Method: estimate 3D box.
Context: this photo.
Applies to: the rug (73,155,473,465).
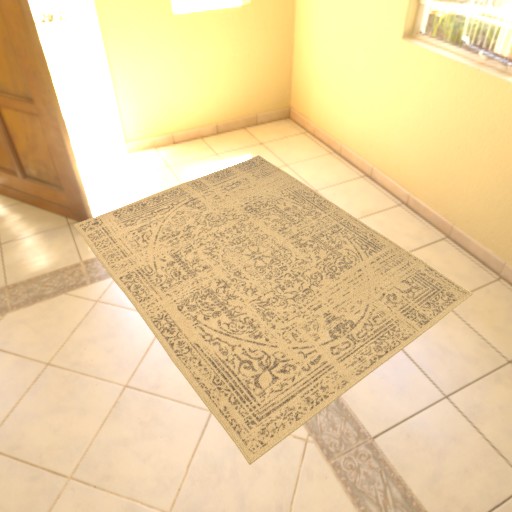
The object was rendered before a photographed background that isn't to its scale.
[{"bbox_3d":[0.000,0.000,4.003,2.311,0.032,2.921,-27,48,-27],"label":"rug"}]
